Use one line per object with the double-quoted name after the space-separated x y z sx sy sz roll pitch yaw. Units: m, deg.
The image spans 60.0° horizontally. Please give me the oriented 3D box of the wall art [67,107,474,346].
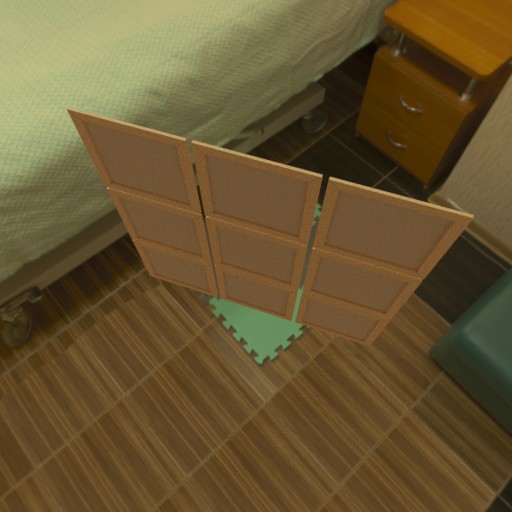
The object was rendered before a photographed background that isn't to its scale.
0.000 0.000 2.245 1.519 1.507 0.014 17 64 9 "wall art"
